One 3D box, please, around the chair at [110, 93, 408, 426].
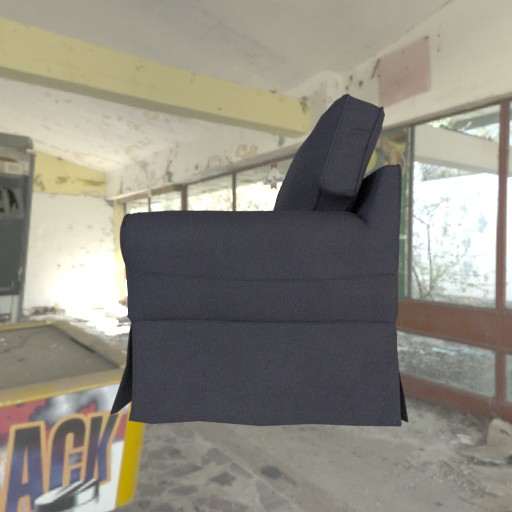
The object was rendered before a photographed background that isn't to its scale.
[{"bbox_3d":[0.000,0.000,1.970,1.002,1.140,1.119,0,1,0],"label":"chair"}]
